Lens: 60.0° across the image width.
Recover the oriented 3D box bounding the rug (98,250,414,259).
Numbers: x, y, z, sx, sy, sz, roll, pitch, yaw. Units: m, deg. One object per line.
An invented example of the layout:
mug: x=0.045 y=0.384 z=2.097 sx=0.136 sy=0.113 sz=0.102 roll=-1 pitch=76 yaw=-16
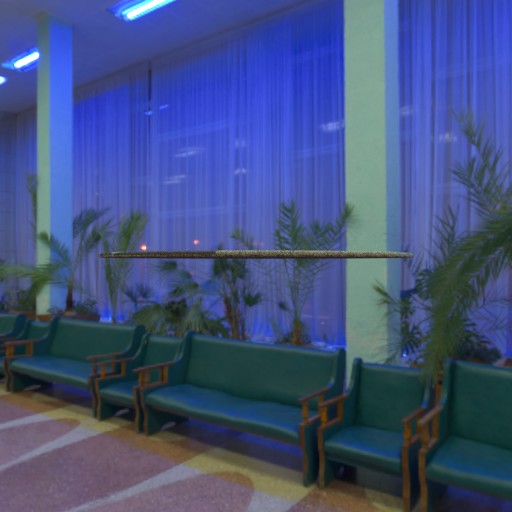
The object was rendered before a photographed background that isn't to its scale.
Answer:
rug: x=0.000 y=0.000 z=3.667 sx=2.461 sy=0.033 sz=2.461 roll=0 pitch=-1 yaw=0
